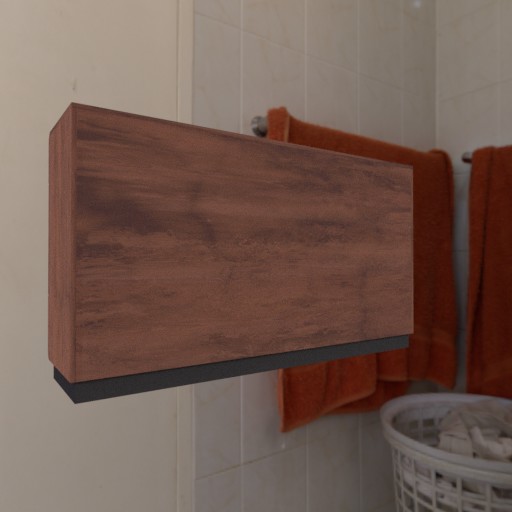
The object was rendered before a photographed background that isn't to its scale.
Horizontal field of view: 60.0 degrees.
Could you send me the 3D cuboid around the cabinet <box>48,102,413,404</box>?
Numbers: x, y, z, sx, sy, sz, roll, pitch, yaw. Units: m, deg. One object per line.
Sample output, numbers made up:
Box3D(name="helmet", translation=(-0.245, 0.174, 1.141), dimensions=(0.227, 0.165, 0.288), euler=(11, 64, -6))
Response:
Box3D(name="cabinet", translation=(0.000, 0.000, 1.929), dimensions=(1.600, 0.900, 0.420), euler=(0, -1, -34))
